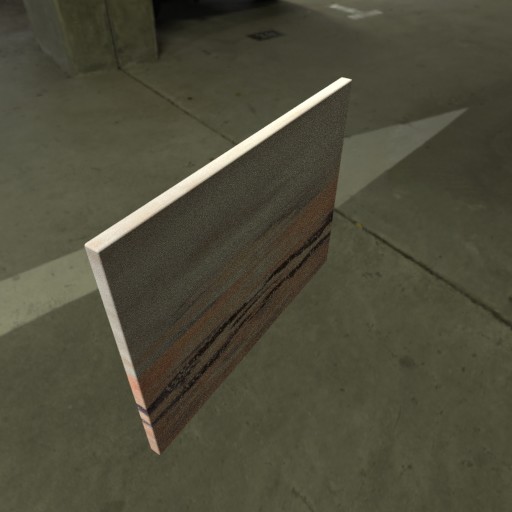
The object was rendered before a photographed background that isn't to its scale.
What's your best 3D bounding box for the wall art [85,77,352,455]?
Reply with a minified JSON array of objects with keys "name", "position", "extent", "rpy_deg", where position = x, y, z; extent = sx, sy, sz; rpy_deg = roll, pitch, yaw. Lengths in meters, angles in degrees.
[{"name":"wall art","position":[0.000,0.000,1.334],"extent":[0.038,0.763,1.015],"rpy_deg":[24,47,25]}]
